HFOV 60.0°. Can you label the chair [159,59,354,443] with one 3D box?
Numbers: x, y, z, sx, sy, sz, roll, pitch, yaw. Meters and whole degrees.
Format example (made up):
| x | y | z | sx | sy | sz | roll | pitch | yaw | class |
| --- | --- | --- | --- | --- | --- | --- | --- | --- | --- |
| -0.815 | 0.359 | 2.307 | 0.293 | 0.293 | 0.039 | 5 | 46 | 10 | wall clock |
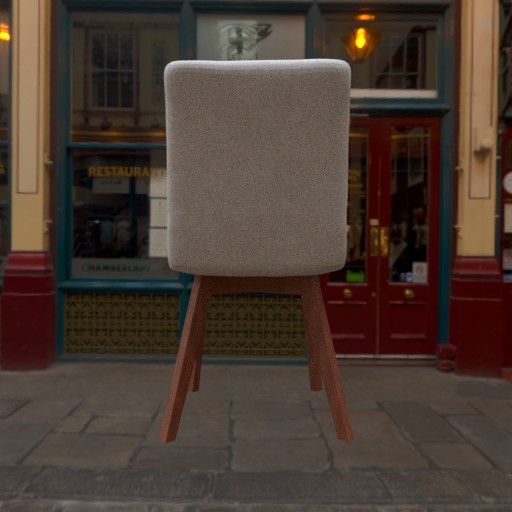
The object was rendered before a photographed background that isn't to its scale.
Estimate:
| x | y | z | sx | sy | sz | roll | pitch | yaw | class |
| --- | --- | --- | --- | --- | --- | --- | --- | --- | --- |
| 0.000 | 0.000 | 1.347 | 0.522 | 0.974 | 0.563 | 0 | 0 | -1 | chair |
